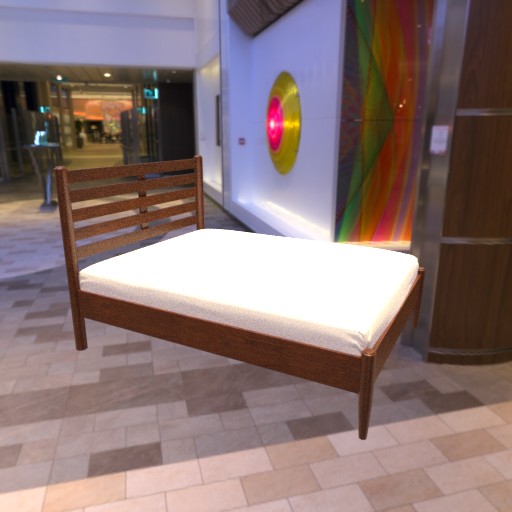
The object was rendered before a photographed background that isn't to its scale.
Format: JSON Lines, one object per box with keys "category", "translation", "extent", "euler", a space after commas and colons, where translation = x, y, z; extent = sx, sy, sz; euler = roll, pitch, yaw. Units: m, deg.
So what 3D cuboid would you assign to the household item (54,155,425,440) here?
{"category": "household item", "translation": [0.000, 0.000, 3.353], "extent": [2.232, 1.356, 1.663], "euler": [8, 18, 27]}
